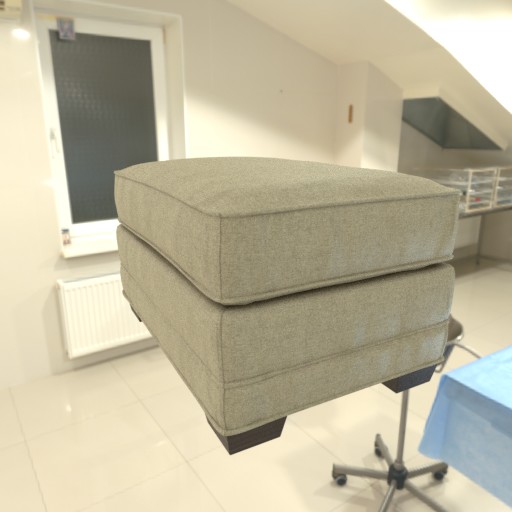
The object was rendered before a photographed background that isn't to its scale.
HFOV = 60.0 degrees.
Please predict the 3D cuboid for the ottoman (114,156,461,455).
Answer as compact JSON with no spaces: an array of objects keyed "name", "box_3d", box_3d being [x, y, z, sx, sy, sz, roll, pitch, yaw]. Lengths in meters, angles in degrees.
[{"name":"ottoman","box_3d":[0.000,0.000,1.214,0.611,0.508,0.848,-9,18,-27]}]
